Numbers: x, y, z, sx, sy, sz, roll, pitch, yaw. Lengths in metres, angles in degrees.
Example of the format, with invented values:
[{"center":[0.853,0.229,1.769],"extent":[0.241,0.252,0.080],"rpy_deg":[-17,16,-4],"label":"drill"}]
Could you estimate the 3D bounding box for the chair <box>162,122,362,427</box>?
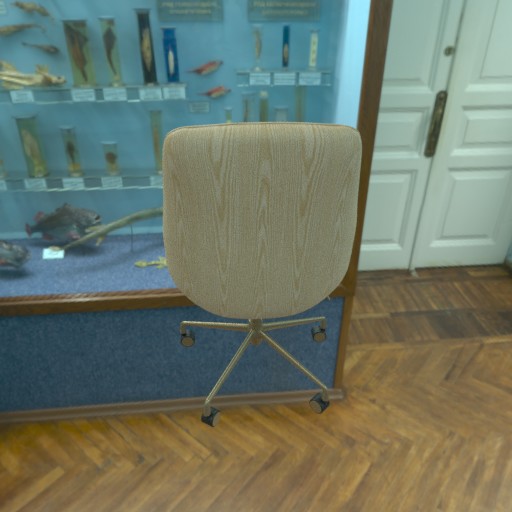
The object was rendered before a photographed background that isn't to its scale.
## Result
[{"center":[0.000,0.000,1.367],"extent":[0.564,0.952,0.668],"rpy_deg":[-2,30,-3],"label":"chair"}]
